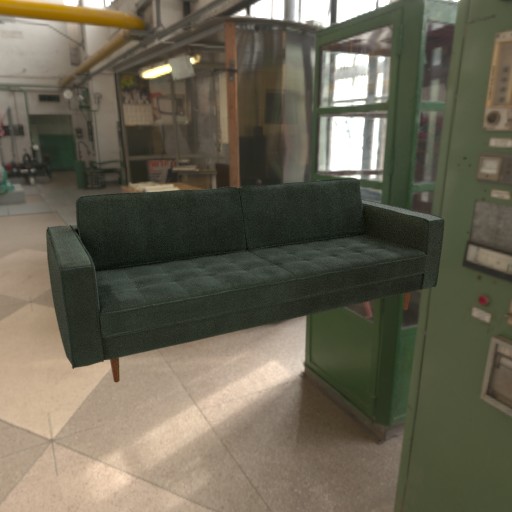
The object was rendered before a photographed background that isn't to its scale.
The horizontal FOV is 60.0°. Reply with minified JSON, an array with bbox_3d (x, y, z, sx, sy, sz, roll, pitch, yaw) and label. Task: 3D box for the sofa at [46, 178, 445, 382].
[{"bbox_3d":[0.000,0.000,2.626,2.214,0.781,0.886,-8,18,-26],"label":"sofa"}]
